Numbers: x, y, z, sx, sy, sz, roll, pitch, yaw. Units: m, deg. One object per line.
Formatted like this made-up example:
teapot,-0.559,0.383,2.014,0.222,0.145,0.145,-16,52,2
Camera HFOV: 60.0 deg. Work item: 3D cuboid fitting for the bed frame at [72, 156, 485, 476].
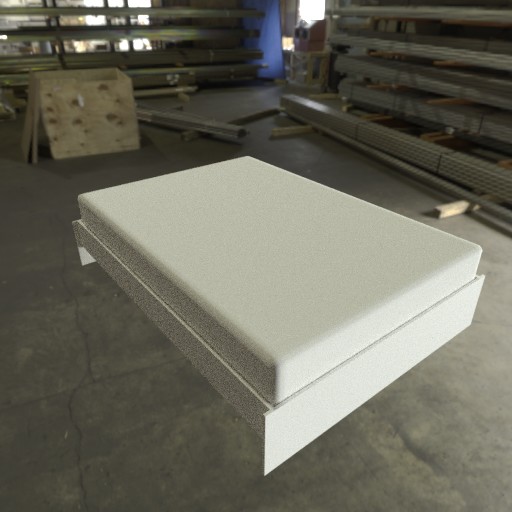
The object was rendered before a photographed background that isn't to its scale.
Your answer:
bed frame,0.000,0.000,2.570,1.445,0.497,1.945,-21,36,-32
